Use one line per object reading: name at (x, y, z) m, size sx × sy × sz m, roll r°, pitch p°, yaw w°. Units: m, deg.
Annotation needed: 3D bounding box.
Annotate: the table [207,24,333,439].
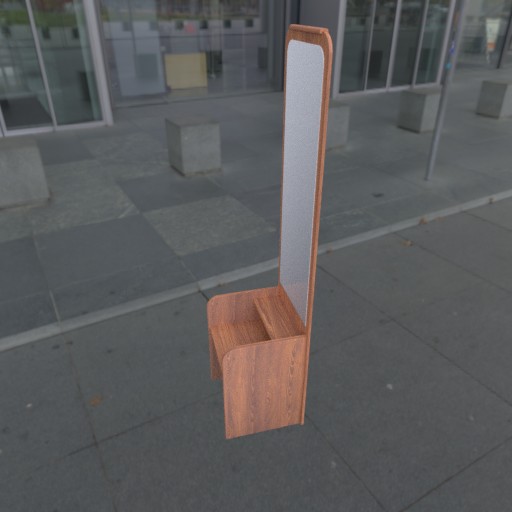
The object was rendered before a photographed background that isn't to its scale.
table at (0.000, 0.000, 1.991) m, size 0.420 × 1.830 × 0.450 m, roll -7°, pitch 31°, yaw -13°
